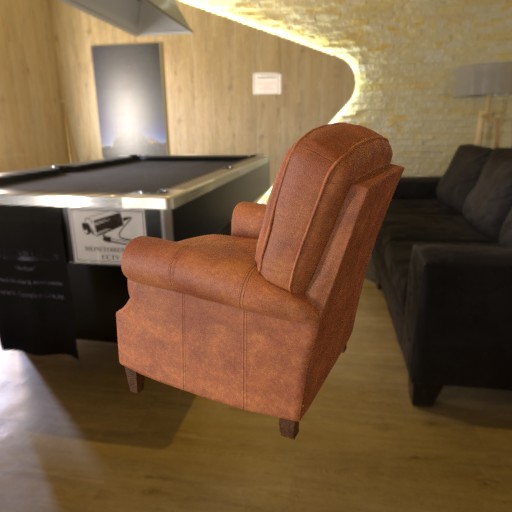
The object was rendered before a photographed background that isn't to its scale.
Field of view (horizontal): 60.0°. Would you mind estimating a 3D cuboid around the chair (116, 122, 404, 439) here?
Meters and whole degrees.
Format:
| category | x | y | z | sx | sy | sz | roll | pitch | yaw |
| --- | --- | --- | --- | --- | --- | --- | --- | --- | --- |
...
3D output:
| category | x | y | z | sx | sy | sz | roll | pitch | yaw |
| --- | --- | --- | --- | --- | --- | --- | --- | --- | --- |
| chair | 0.000 | 0.000 | 1.765 | 0.986 | 1.018 | 0.936 | 8 | 18 | 24 |
